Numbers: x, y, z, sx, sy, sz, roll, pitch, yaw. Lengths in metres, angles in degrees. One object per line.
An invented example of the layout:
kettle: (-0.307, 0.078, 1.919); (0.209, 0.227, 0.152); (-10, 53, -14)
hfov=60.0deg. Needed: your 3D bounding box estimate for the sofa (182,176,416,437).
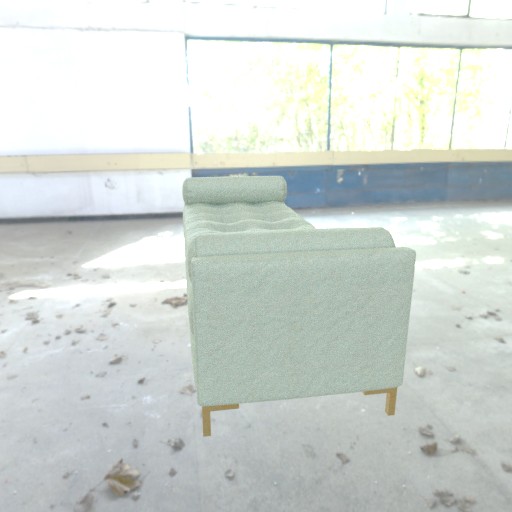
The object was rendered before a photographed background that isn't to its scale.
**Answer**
sofa: (0.000, 0.000, 2.516); (0.796, 0.705, 2.102); (-3, 17, -9)
